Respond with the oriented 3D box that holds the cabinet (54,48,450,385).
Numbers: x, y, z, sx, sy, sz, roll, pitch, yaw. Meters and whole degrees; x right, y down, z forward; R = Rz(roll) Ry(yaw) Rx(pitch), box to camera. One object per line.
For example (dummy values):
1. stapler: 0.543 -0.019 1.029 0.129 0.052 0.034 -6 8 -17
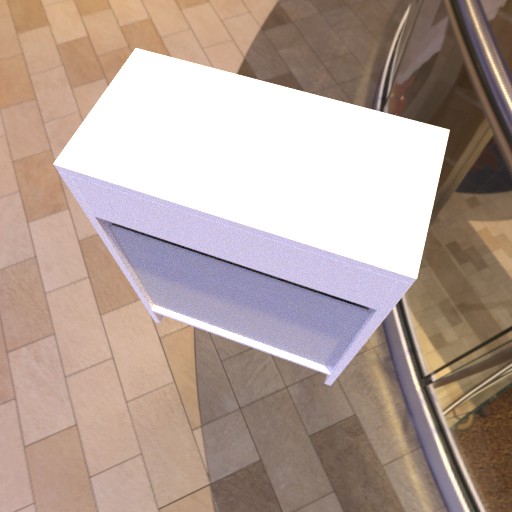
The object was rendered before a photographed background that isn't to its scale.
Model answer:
1. cabinet: 0.000 0.000 1.105 0.600 0.815 0.296 18 65 9
